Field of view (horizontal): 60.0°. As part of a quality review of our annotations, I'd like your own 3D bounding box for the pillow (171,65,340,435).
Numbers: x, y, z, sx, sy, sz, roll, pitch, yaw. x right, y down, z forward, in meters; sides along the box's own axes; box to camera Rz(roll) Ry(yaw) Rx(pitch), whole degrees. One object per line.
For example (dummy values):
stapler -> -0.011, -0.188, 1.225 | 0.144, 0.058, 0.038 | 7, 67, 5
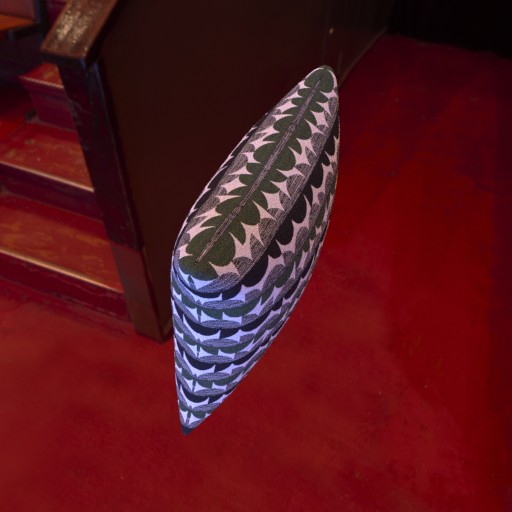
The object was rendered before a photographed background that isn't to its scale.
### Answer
pillow -> 0.000, 0.000, 0.643 | 0.180, 0.404, 0.419 | 17, 50, 15
